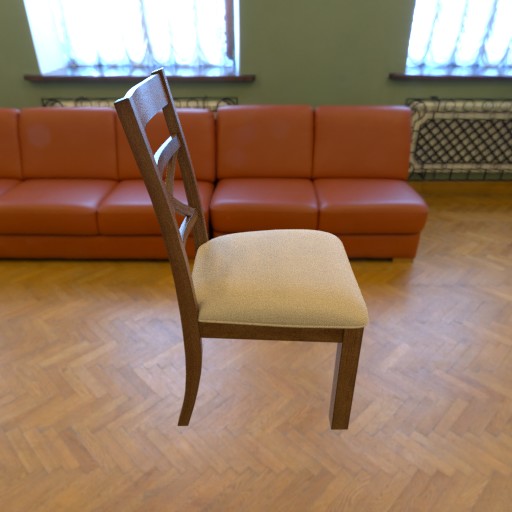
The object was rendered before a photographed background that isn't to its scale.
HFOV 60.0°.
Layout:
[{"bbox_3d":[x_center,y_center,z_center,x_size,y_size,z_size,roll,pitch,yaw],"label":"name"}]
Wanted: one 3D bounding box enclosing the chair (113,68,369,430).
[{"bbox_3d":[0.000,0.000,1.269,0.581,0.949,0.461,0,31,-1],"label":"chair"}]
